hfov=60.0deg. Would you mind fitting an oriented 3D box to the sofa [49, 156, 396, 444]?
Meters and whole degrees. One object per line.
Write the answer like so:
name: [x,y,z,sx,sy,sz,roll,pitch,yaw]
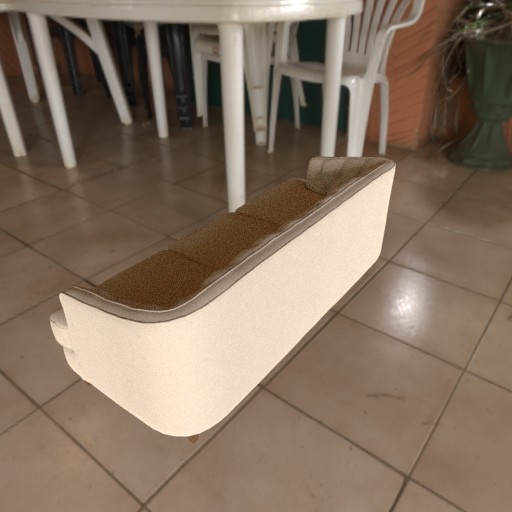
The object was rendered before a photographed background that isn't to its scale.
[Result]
sofa: [0.000,0.000,2.745,0.941,0.855,2.278,22,38,31]
